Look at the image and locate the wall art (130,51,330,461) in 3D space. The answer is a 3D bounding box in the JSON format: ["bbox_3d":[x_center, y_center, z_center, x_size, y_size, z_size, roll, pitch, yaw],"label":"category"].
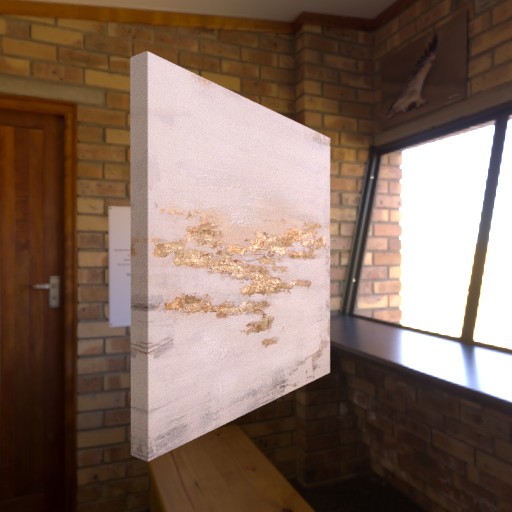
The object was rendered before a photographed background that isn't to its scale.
[{"bbox_3d":[0.000,0.000,0.919,0.040,0.613,0.611,0,0,36],"label":"wall art"}]
